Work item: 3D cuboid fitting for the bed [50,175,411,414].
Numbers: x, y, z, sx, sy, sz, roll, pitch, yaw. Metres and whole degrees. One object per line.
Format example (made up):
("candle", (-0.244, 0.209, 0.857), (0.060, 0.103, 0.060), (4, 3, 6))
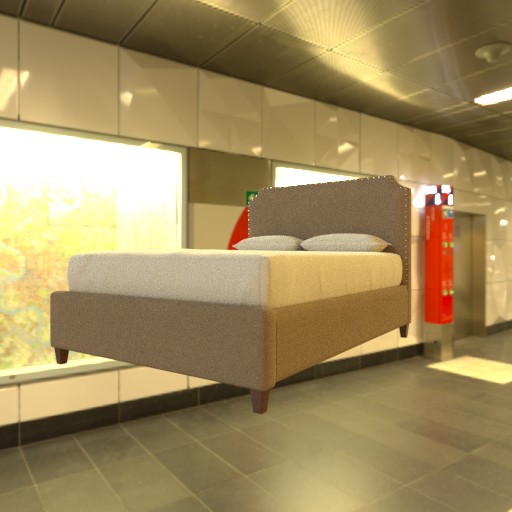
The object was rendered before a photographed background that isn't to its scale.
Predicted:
("bed", (0.000, 0.000, 3.382), (1.703, 1.415, 2.329), (0, 0, 35))
